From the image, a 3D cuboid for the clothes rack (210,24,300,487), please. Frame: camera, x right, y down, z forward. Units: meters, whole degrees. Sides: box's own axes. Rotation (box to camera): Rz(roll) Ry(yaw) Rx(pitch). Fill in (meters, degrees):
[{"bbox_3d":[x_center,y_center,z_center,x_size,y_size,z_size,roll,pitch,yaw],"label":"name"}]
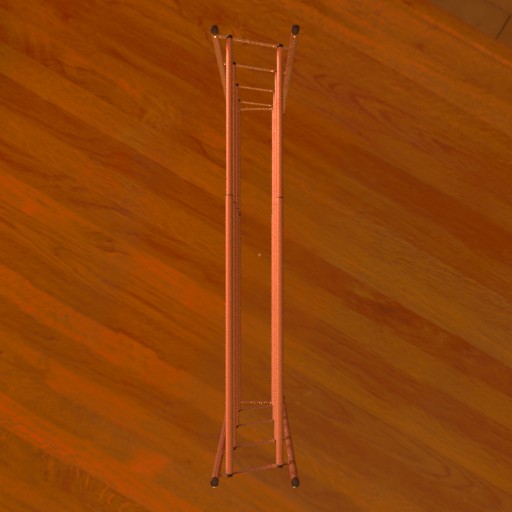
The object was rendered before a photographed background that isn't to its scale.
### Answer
[{"bbox_3d":[0.000,0.000,1.450,0.229,0.672,1.168,0,90,0],"label":"clothes rack"}]
